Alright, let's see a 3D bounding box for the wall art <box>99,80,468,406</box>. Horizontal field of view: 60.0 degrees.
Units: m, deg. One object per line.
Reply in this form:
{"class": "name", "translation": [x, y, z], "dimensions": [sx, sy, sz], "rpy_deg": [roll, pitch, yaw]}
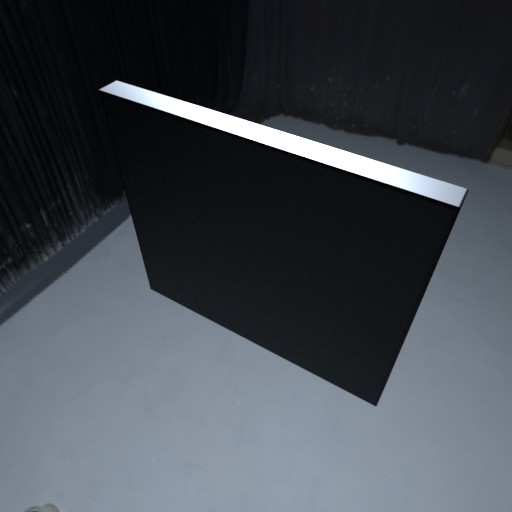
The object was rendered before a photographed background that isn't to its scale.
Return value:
{"class": "wall art", "translation": [0.000, 0.000, 0.532], "dimensions": [0.380, 0.330, 0.028], "rpy_deg": [24, 50, 21]}
